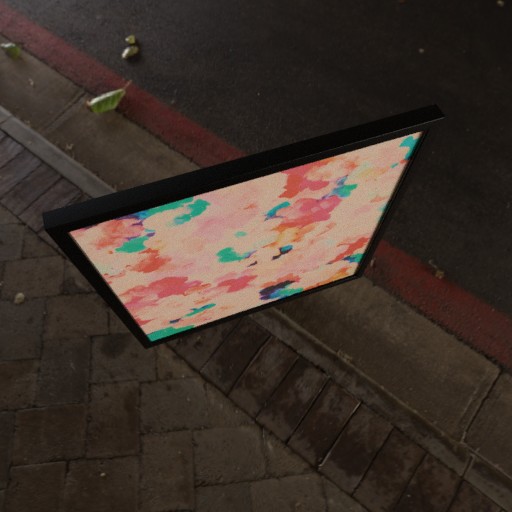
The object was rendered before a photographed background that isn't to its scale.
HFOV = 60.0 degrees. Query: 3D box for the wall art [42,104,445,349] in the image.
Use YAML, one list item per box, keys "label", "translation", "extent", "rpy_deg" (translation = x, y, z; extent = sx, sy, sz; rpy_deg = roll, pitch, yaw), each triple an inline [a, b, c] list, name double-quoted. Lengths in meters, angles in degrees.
- label: "wall art"
  translation: [0.000, 0.000, 1.136]
  extent: [0.756, 0.755, 0.036]
  rpy_deg: [-17, 65, -9]
